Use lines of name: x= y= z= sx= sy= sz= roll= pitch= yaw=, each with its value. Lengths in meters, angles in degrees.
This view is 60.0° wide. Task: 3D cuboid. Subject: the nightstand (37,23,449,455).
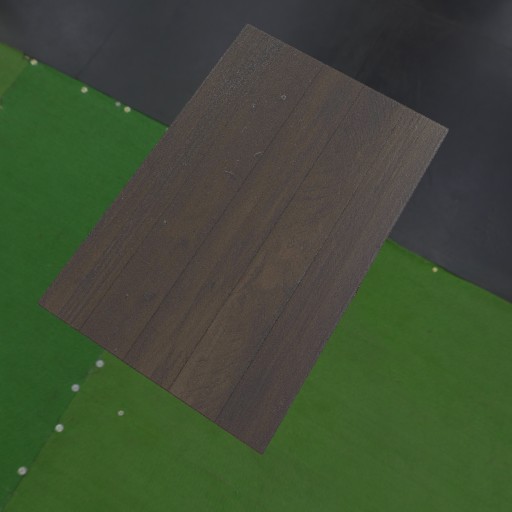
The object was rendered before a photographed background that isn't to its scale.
nightstand: x=0.000 y=0.000 z=1.058 sx=0.450 sy=0.599 sz=0.650 roll=31 pitch=78 yaw=8
